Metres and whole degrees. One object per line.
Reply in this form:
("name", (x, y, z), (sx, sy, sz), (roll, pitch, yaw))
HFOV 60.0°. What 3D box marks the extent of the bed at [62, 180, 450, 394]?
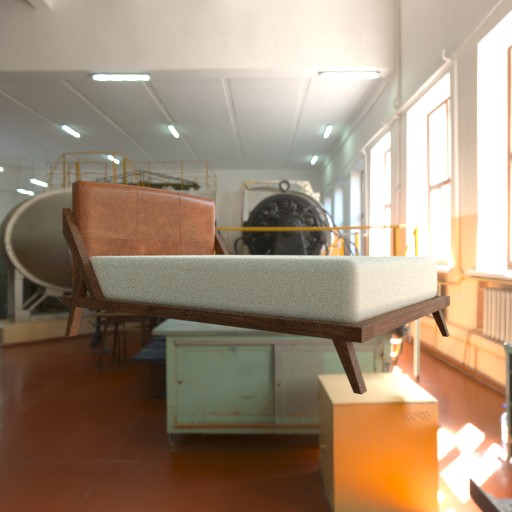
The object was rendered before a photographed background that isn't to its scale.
("bed", (0.000, 0.000, 3.247), (2.311, 1.168, 1.651), (0, 1, 36))
